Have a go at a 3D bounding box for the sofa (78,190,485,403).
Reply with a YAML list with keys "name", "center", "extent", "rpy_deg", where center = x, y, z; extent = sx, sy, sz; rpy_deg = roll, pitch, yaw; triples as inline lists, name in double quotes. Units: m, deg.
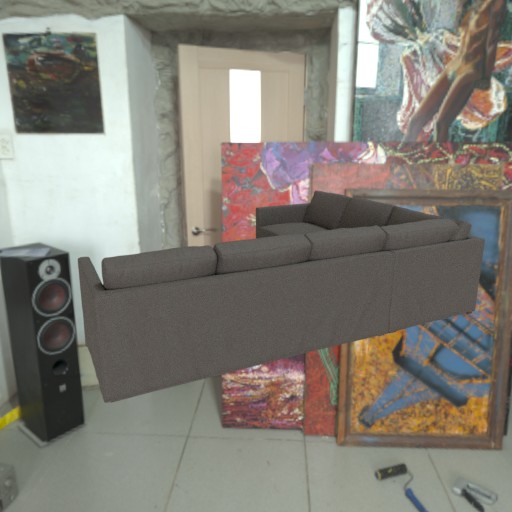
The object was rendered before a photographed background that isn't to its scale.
- name: "sofa"
  center: [0.000, 0.000, 4.189]
  extent: [3.182, 0.871, 2.432]
  rpy_deg: [-7, 17, -25]
